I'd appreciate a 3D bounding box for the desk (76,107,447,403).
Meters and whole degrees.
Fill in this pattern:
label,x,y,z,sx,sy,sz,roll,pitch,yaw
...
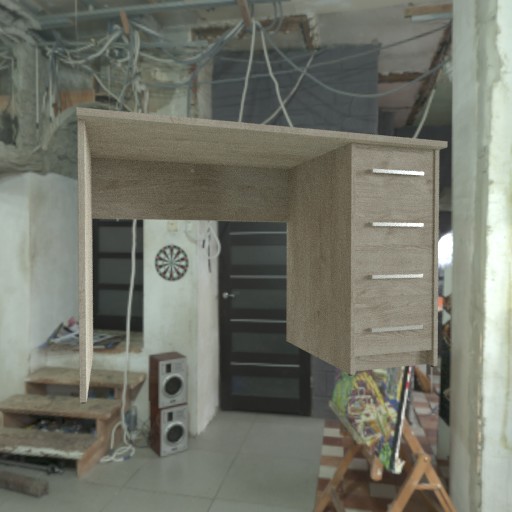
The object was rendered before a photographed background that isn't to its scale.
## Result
label,x,y,z,sx,sy,sz,roll,pitch,yaw
desk,0.000,0.000,1.506,1.096,0.730,0.560,0,1,-18
